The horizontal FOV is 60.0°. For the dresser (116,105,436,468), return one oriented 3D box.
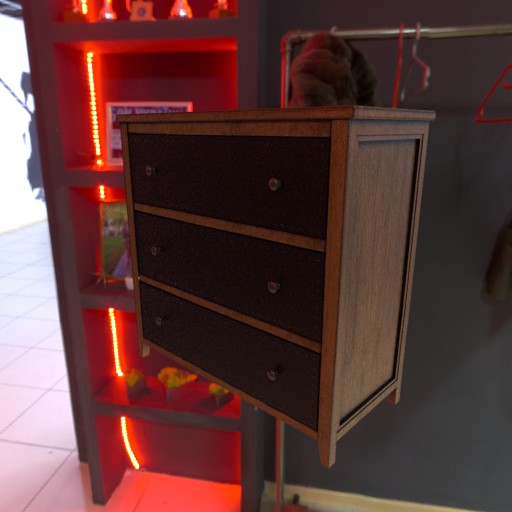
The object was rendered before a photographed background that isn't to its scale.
[{"bbox_3d":[0.000,0.000,1.989,1.250,1.224,0.591,14,22,41],"label":"dresser"}]
